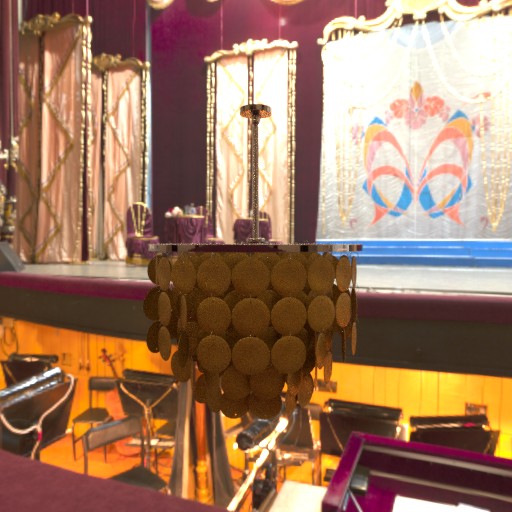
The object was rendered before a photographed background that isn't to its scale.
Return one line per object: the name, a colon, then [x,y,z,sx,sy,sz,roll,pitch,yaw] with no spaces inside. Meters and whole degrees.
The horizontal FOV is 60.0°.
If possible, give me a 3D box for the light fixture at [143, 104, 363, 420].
light fixture: [0.000,0.000,0.753,0.368,0.492,0.368,0,2,0]
